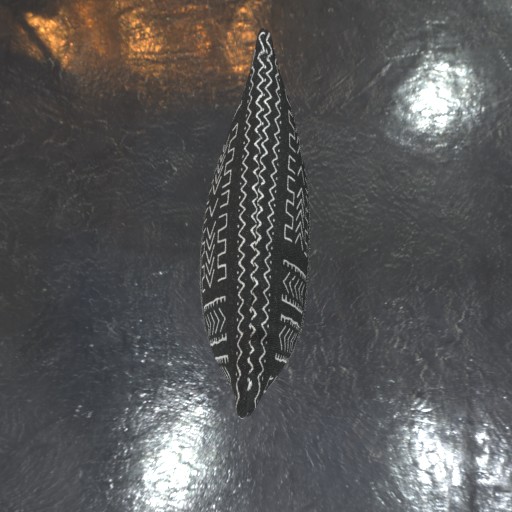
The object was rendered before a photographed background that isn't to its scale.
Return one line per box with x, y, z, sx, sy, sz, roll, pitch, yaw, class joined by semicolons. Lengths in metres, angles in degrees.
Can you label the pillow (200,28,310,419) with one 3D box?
0.000;0.000;0.661;0.164;0.430;0.438;3;74;1;pillow
